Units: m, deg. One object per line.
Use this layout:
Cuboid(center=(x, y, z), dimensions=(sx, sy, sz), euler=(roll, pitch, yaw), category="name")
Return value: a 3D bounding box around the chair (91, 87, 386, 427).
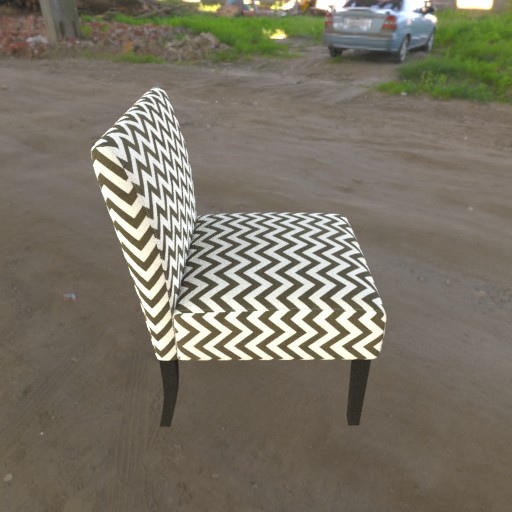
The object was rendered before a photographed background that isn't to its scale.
Cuboid(center=(0.000, 0.000, 1.292), dimensions=(0.648, 0.838, 0.589), euler=(0, 31, 0), category="chair")
